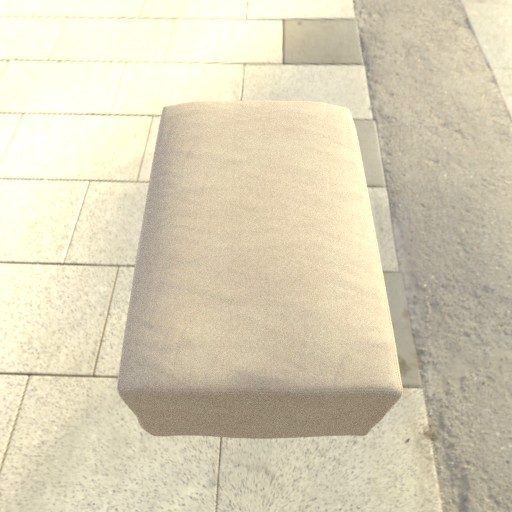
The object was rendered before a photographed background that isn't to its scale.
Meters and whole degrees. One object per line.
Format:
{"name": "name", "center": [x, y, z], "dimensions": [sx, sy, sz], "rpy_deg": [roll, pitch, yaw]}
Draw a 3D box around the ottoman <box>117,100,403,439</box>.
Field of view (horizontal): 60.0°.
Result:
{"name": "ottoman", "center": [0.000, 0.000, 1.215], "dimensions": [0.590, 0.444, 0.872], "rpy_deg": [0, 57, 0]}
